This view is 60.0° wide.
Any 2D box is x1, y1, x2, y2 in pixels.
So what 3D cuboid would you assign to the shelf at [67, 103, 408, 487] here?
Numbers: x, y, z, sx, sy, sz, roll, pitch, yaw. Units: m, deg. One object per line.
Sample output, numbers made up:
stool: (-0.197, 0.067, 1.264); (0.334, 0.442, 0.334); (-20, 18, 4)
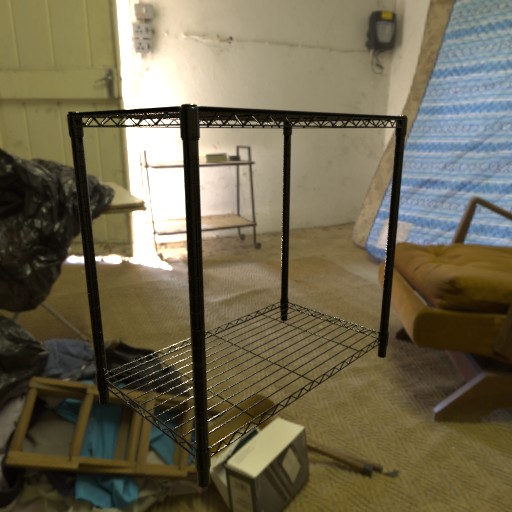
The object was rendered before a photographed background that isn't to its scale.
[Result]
shelf: (0.000, 0.000, 0.920); (0.338, 0.564, 0.589); (15, 21, 42)
